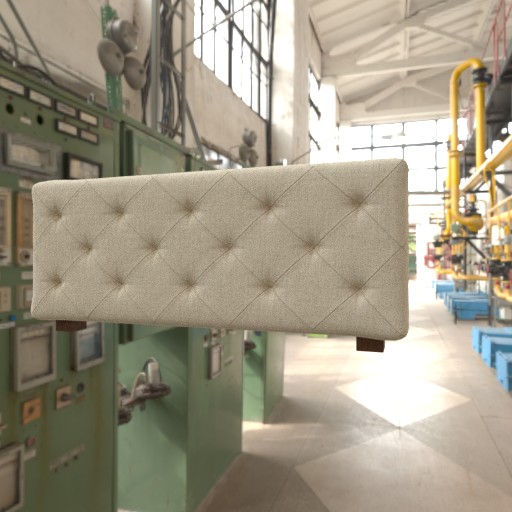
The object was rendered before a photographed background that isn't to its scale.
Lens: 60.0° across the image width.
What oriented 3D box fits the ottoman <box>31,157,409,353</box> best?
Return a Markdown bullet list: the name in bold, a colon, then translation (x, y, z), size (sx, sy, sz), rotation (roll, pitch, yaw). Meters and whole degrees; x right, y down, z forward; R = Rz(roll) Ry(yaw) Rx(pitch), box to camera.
- **ottoman**: translation (0.000, 0.000, 1.578), size (1.028, 0.439, 1.028), rotation (0, 0, 19)
